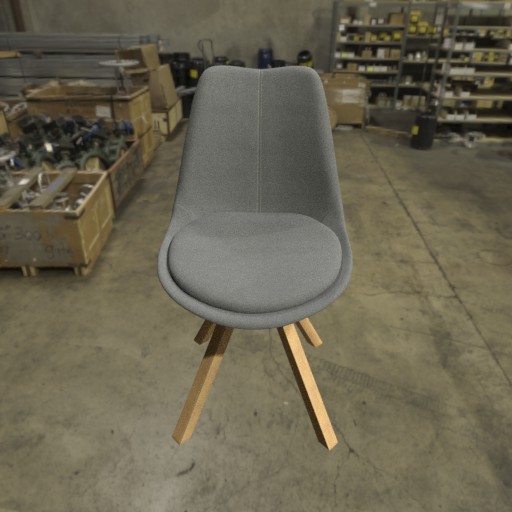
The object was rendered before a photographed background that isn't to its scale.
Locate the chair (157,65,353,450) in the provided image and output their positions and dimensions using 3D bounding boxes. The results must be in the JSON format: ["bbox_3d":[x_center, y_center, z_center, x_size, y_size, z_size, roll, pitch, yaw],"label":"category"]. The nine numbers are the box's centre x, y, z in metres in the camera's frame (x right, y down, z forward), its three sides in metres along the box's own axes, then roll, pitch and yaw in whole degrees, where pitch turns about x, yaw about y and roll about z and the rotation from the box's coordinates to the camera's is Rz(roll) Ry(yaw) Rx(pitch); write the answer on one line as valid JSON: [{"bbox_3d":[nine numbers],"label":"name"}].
[{"bbox_3d":[0.000,0.000,1.159,0.474,0.863,0.549,1,30,2],"label":"chair"}]
